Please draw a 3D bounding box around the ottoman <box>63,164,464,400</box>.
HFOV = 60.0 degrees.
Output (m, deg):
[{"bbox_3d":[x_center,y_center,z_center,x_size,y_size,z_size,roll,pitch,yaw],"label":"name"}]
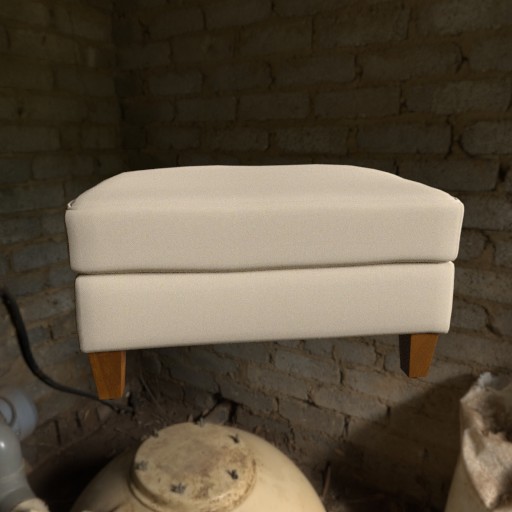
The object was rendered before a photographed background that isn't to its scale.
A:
[{"bbox_3d":[0.000,0.000,1.205,0.818,0.485,0.634,-2,15,-7],"label":"ottoman"}]
